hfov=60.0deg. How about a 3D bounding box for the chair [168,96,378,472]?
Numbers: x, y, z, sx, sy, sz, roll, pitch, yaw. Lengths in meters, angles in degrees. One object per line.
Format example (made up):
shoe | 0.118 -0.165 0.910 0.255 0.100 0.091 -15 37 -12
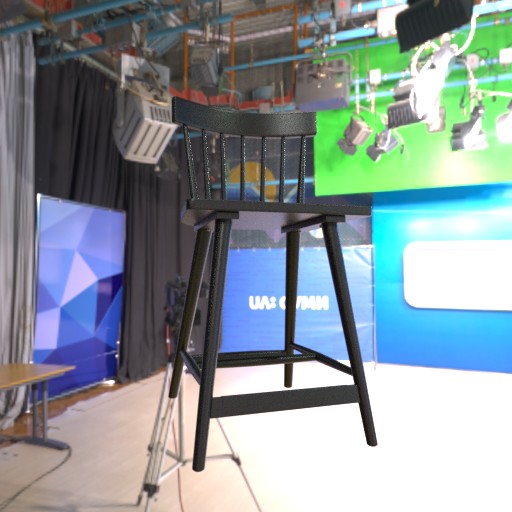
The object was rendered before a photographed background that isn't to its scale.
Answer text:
chair | 0.000 0.000 1.305 0.483 0.952 0.572 0 -1 -17
